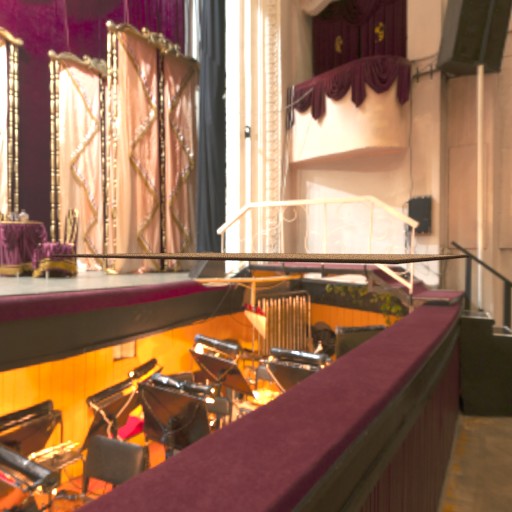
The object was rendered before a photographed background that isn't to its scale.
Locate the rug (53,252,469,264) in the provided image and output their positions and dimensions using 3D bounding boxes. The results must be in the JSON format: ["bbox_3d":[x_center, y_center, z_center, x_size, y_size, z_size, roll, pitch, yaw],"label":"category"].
[{"bbox_3d":[0.000,0.000,2.103,1.676,0.013,1.067,1,1,35],"label":"rug"}]
